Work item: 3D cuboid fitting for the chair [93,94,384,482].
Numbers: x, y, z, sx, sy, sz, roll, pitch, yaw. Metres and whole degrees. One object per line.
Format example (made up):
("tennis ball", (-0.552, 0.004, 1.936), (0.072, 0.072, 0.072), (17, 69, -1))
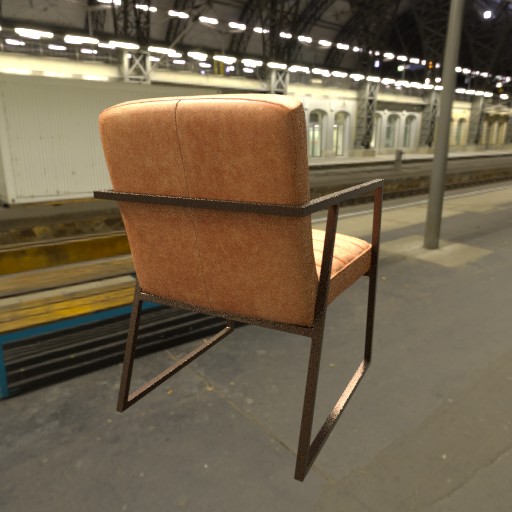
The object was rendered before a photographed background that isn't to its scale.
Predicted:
("chair", (0.000, 0.000, 1.278), (0.571, 0.832, 0.677), (8, 17, 27))
